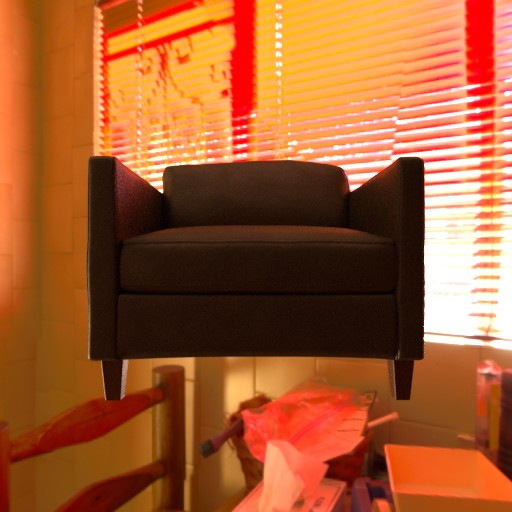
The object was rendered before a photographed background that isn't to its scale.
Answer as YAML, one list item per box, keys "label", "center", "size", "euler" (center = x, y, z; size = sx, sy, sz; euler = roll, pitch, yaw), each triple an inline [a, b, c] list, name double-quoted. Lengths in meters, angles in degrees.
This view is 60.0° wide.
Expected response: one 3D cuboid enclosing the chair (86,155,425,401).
- label: "chair"
  center: [0.000, 0.000, 1.609]
  size: [0.939, 0.811, 0.862]
  euler: [0, -1, 0]
